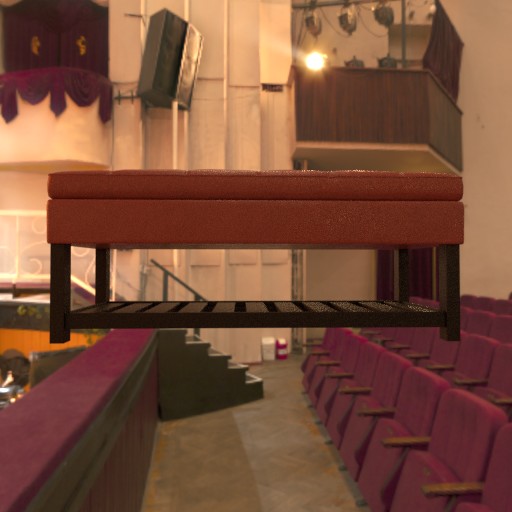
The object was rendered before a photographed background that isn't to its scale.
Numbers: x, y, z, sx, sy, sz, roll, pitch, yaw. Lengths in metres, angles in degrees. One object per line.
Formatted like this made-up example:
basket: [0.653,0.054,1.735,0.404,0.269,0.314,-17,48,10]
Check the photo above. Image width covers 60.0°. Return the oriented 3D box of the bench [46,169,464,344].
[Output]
bench: [0.000,0.000,1.364,1.105,0.460,0.432,0,-1,-2]
